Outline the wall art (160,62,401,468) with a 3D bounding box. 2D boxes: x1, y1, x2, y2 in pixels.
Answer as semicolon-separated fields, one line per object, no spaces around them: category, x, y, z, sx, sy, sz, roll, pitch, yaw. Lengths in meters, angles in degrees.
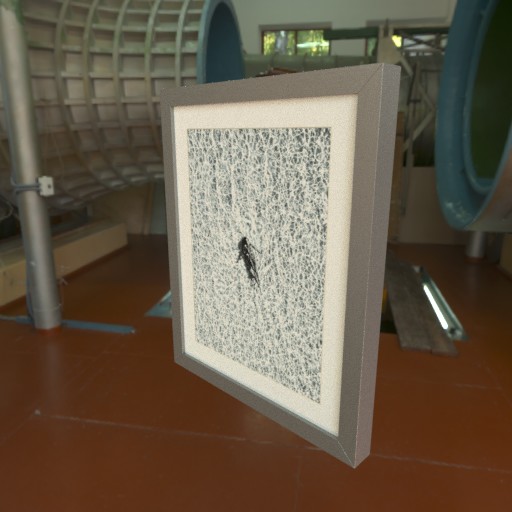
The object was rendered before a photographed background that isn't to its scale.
wall art;0.000;0.000;0.510;0.308;0.379;0.030;15;21;43
